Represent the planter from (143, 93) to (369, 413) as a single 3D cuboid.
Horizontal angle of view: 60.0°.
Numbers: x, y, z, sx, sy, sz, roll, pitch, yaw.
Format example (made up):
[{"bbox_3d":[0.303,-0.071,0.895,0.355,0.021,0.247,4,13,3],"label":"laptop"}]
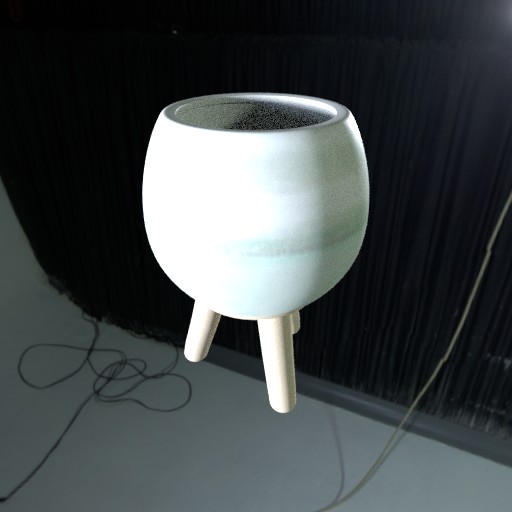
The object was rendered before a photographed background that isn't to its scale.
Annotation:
[{"bbox_3d":[0.000,0.000,0.348,0.161,0.224,0.161,0,30,0],"label":"planter"}]
